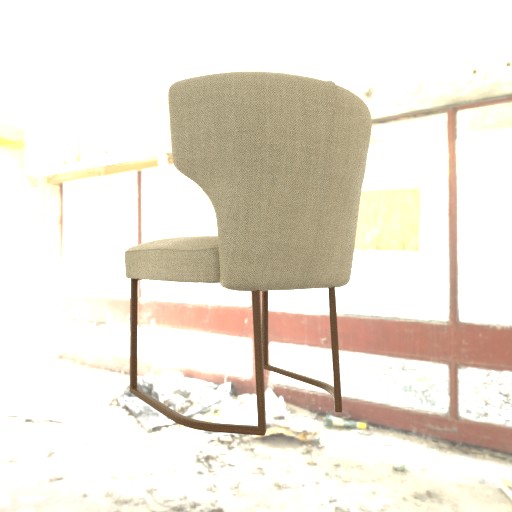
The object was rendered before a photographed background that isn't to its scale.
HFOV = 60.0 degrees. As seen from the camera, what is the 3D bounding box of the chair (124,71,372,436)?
[{"bbox_3d":[0.000,0.000,1.256,0.611,0.824,0.617,0,-1,-36],"label":"chair"}]
